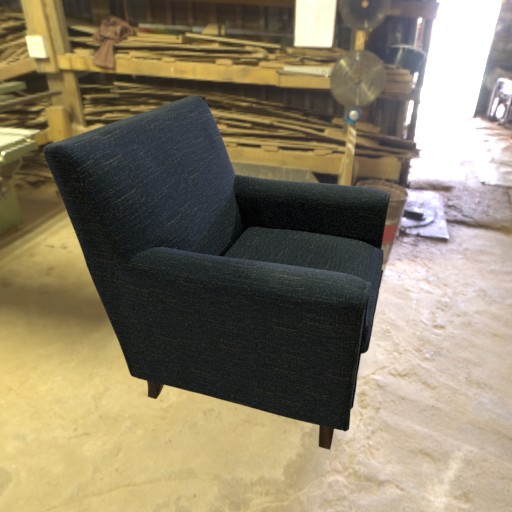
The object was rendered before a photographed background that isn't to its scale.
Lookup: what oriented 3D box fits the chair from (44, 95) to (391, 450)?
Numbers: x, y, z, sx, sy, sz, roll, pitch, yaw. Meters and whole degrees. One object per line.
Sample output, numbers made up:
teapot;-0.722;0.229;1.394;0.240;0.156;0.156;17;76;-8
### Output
chair;0.000;0.000;1.580;0.873;0.928;0.864;9;30;17
